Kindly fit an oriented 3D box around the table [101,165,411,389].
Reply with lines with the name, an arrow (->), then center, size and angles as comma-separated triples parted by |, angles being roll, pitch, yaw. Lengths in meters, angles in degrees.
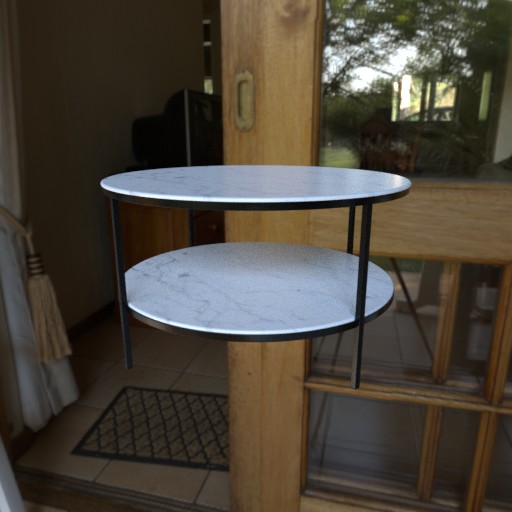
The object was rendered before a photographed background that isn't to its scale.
table -> 0.000, 0.000, 1.265 | 0.800, 0.450, 0.800 | 0, 16, 0
